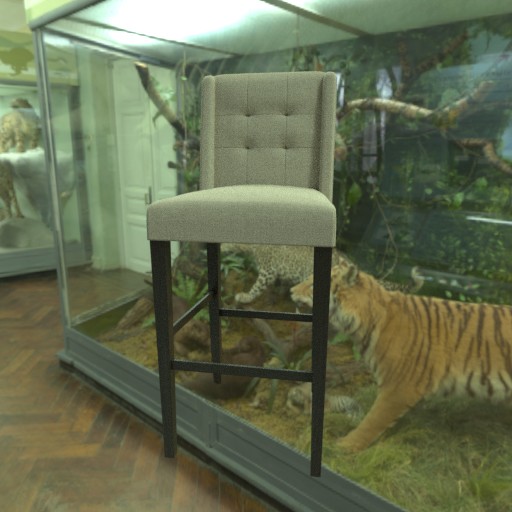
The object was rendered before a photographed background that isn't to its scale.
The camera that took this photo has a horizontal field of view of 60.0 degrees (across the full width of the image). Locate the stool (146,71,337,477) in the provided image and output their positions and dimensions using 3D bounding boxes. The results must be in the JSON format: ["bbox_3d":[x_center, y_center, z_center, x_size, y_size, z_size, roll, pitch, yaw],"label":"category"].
[{"bbox_3d":[0.000,0.000,1.348,0.474,1.116,0.509,2,14,10],"label":"stool"}]
